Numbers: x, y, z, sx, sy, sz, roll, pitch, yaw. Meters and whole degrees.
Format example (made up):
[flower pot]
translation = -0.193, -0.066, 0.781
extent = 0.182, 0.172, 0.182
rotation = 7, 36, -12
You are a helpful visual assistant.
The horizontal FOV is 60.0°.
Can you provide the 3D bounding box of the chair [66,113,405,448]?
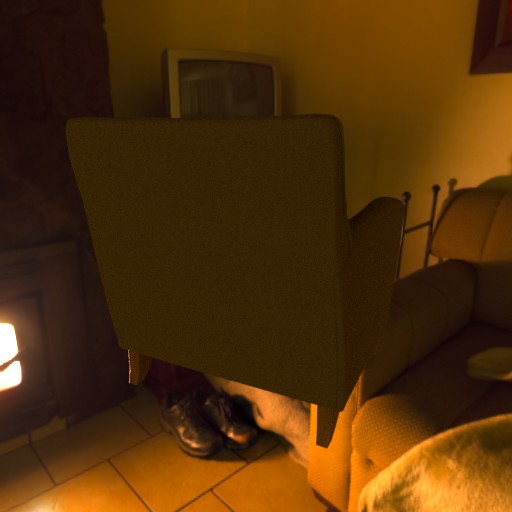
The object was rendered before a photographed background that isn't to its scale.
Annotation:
[chair]
translation = 0.000, 0.000, 1.527
extent = 0.836, 0.911, 0.831
rotation = 8, 18, 26
